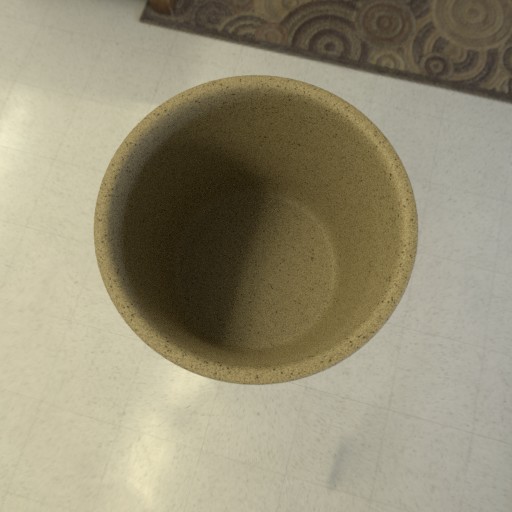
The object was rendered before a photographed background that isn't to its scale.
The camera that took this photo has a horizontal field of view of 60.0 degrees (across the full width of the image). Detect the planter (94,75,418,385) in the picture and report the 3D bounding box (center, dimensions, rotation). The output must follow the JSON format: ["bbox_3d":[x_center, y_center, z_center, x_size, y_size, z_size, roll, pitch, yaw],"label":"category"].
[{"bbox_3d":[0.000,0.000,0.423,0.228,0.235,0.228,0,76,0],"label":"planter"}]
